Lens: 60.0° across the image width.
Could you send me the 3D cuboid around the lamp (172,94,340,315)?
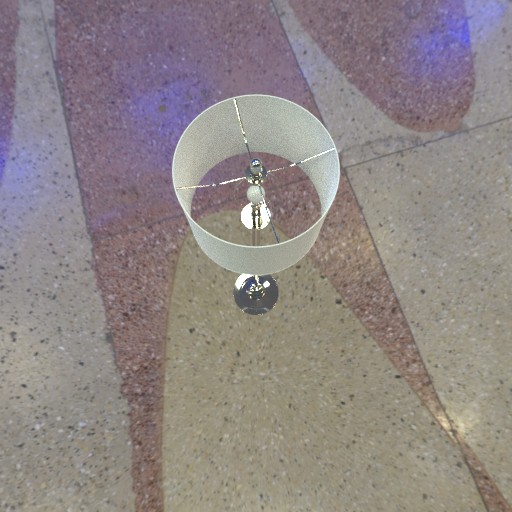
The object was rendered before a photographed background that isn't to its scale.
[{"bbox_3d":[0.000,0.000,1.635,0.356,1.487,0.356,-15,75,-4],"label":"lamp"}]
